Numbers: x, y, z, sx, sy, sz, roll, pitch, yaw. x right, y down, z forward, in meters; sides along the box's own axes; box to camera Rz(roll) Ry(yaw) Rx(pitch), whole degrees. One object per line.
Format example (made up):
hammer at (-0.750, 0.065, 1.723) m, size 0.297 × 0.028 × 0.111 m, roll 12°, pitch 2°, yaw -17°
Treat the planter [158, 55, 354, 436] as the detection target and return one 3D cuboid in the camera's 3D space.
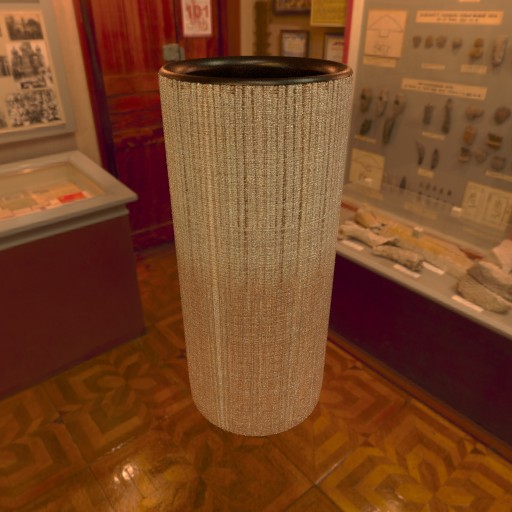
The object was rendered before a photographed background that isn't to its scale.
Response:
planter at (0.000, 0.000, 0.286) m, size 0.100 × 0.227 × 0.100 m, roll -21°, pitch 36°, yaw -32°
